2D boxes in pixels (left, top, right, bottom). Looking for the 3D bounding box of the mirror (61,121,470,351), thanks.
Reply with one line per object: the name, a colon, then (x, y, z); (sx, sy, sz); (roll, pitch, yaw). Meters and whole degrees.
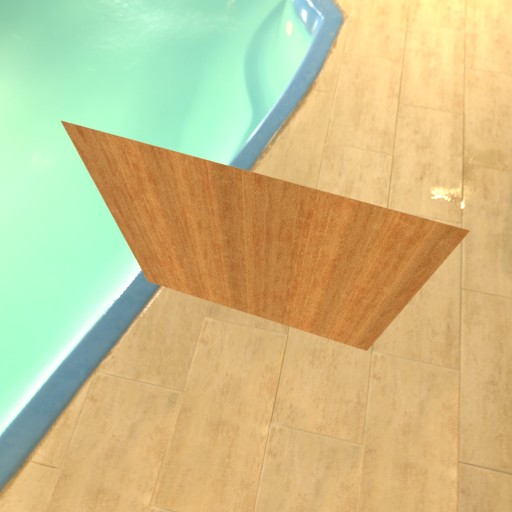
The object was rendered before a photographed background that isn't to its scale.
mirror: (0.000, 0.000, 0.970); (0.651, 0.651, 0.047); (17, 64, 8)
